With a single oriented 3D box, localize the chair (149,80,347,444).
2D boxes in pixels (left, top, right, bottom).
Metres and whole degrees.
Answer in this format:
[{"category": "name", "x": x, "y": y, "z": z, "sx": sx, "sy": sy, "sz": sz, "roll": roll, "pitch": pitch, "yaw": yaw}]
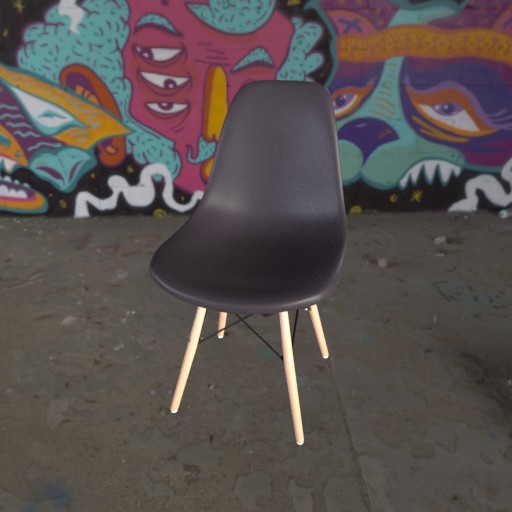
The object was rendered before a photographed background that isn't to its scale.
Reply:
[{"category": "chair", "x": 0.000, "y": 0.000, "z": 1.168, "sx": 0.470, "sy": 0.825, "sz": 0.533, "roll": 8, "pitch": 27, "yaw": 16}]
